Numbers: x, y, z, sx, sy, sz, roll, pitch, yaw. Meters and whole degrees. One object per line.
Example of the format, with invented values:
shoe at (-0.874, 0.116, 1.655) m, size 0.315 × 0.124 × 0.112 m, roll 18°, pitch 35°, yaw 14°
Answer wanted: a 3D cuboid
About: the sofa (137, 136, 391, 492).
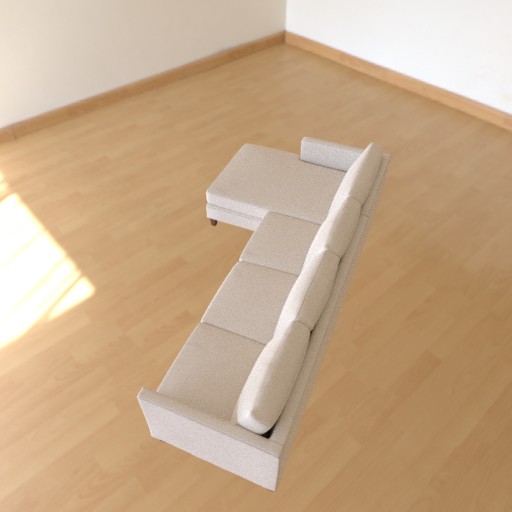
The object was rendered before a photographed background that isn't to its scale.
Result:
sofa at (0.000, 0.000, 3.809) m, size 1.625 × 0.846 × 3.186 m, roll 17°, pitch 49°, yaw 16°
